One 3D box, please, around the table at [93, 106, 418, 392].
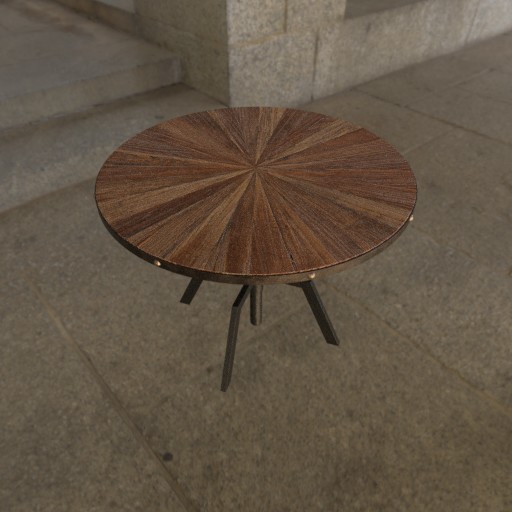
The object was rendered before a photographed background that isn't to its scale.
[{"bbox_3d":[0.000,0.000,1.472,0.885,0.658,0.885,0,41,0],"label":"table"}]
